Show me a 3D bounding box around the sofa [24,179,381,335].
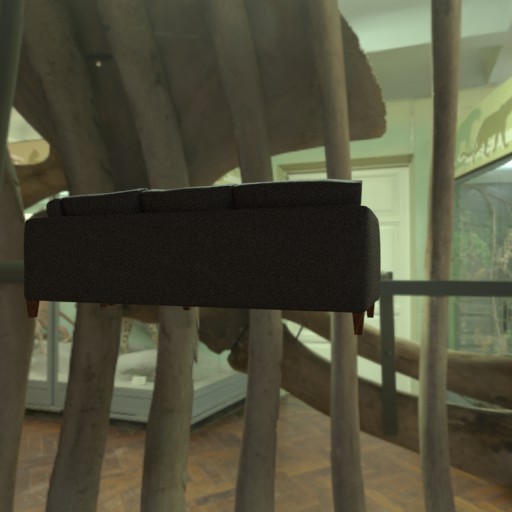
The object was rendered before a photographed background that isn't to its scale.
[{"bbox_3d":[0.000,0.000,4.557,2.594,0.961,3.460,0,-1,19],"label":"sofa"}]
